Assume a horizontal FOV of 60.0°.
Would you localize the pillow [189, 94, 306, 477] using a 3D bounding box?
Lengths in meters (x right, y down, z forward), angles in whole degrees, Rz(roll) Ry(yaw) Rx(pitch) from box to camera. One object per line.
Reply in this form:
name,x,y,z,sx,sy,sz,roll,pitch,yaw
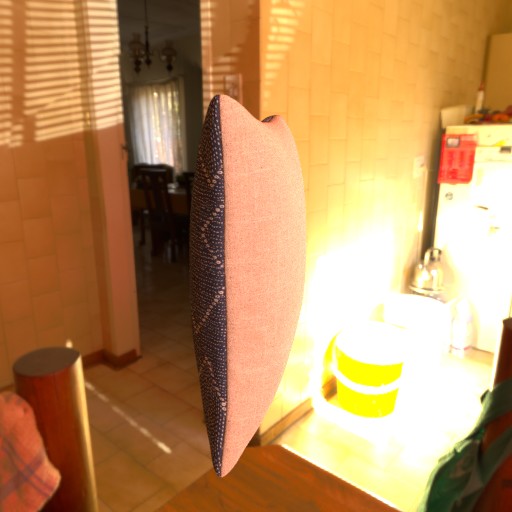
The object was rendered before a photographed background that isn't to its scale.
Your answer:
pillow,0.000,0.000,0.672,0.148,0.428,0.435,3,15,10
